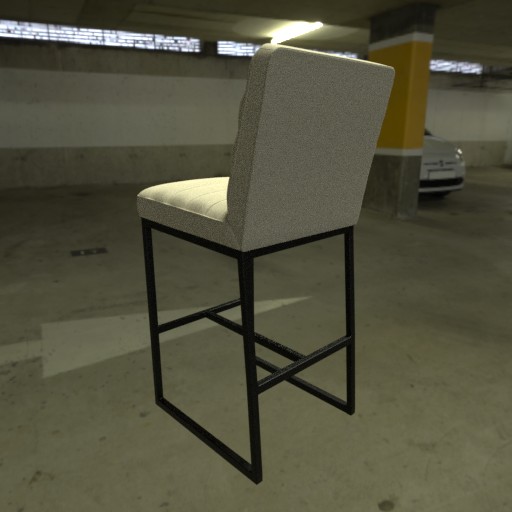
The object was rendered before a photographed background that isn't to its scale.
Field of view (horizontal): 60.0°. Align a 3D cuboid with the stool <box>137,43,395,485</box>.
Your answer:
[{"bbox_3d":[0.000,0.000,1.299,0.460,1.040,0.560,-15,21,-42],"label":"stool"}]
